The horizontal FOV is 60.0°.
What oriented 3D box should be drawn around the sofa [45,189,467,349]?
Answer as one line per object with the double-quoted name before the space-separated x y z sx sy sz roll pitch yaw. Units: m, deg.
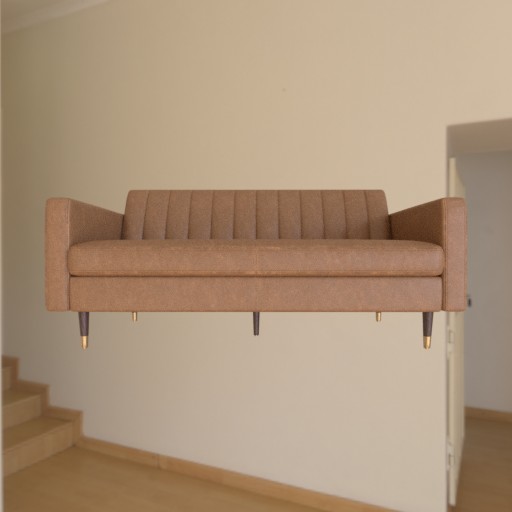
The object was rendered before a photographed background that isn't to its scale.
"sofa" 0.000 0.000 2.355 1.847 0.821 0.993 0 0 0
